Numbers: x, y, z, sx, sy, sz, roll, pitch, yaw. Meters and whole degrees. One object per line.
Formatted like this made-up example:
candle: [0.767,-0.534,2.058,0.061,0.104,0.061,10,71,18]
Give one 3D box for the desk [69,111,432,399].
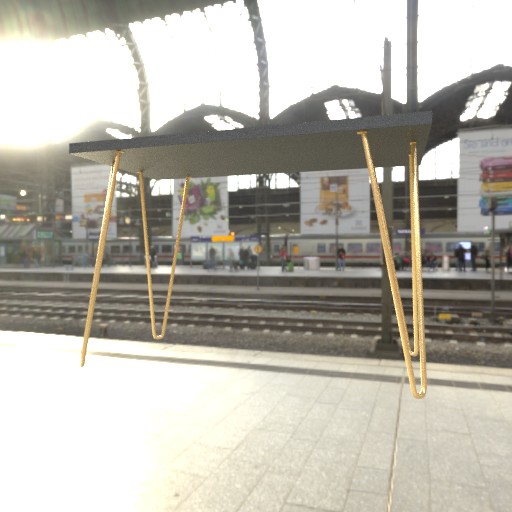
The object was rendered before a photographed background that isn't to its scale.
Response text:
desk: [0.000,0.000,1.388,0.991,0.660,0.499,0,0,18]
